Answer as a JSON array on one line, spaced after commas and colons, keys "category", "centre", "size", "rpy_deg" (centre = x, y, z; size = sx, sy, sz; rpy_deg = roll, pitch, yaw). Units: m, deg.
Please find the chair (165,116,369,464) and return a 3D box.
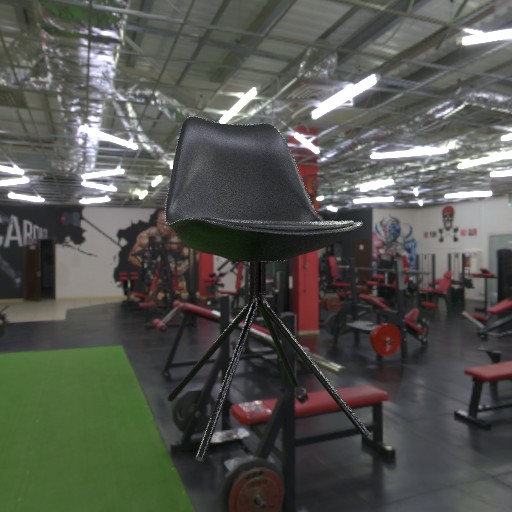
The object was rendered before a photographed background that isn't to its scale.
[{"category": "chair", "centre": [0.000, 0.000, 1.174], "size": [0.461, 0.850, 0.525], "rpy_deg": [0, 1, -19]}]
